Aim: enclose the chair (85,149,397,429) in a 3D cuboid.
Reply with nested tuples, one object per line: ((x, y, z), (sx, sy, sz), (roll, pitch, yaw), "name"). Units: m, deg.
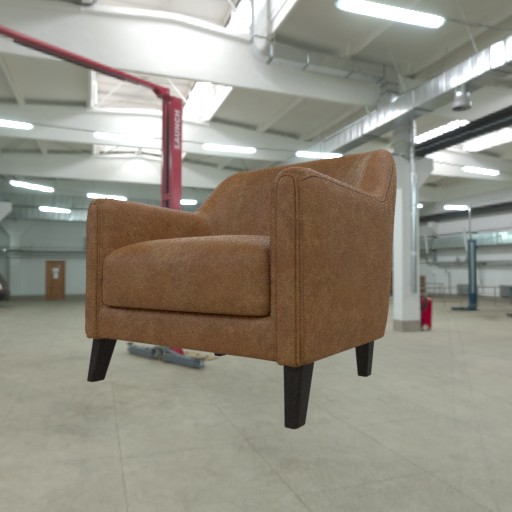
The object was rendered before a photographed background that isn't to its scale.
((0.000, 0.000, 1.860), (1.037, 0.980, 1.034), (-1, -3, 35), "chair")
